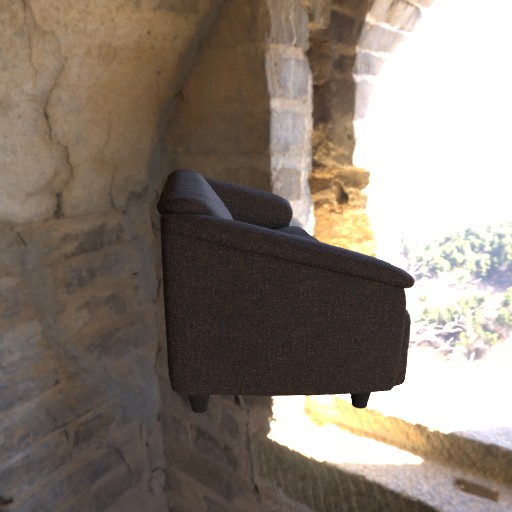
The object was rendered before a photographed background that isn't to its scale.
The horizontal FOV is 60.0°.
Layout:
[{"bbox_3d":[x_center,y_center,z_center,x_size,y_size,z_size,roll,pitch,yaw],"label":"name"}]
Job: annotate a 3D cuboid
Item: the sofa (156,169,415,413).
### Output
[{"bbox_3d":[0.000,0.000,2.245,0.887,0.790,1.849,-2,15,-9],"label":"sofa"}]
